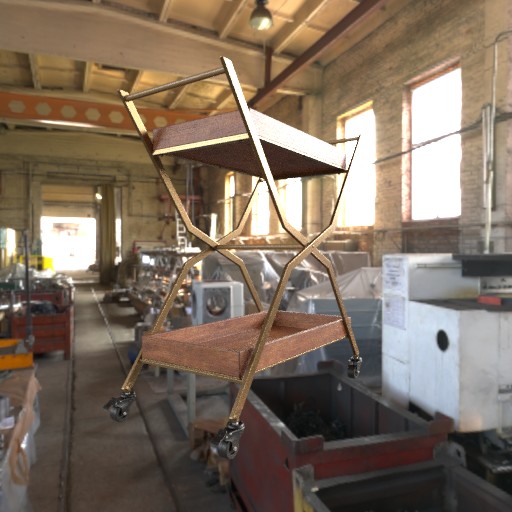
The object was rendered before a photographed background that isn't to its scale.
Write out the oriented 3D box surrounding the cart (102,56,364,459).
[{"bbox_3d":[0.000,0.000,1.369,0.405,0.869,0.836,0,1,35],"label":"cart"}]
